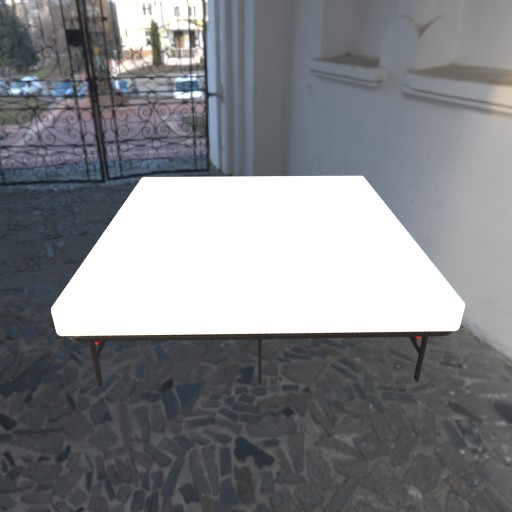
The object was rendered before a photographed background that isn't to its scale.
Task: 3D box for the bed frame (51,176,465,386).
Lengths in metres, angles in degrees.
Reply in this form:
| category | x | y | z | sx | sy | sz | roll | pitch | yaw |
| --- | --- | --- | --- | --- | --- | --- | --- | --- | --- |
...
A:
| category | x | y | z | sx | sy | sz | roll | pitch | yaw |
| --- | --- | --- | --- | --- | --- | --- | --- | --- | --- |
| bed frame | 0.000 | 0.000 | 3.062 | 1.935 | 0.525 | 2.033 | -1 | 27 | -1 |
